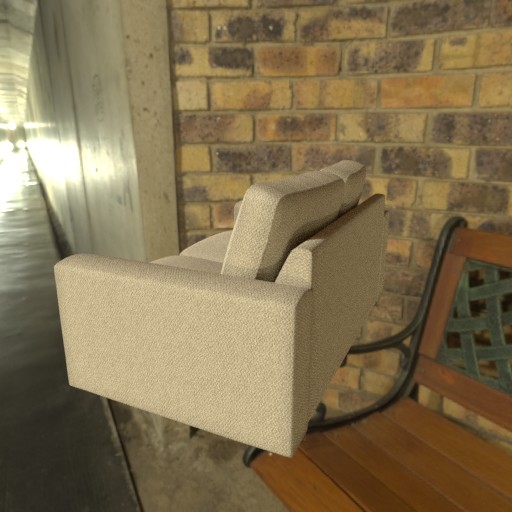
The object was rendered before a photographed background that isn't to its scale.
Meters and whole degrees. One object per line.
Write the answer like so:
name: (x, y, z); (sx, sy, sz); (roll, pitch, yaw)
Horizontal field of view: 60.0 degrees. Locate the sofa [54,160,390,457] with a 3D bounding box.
sofa: (0.000, 0.000, 2.199); (1.016, 0.873, 1.616); (8, 18, 24)
